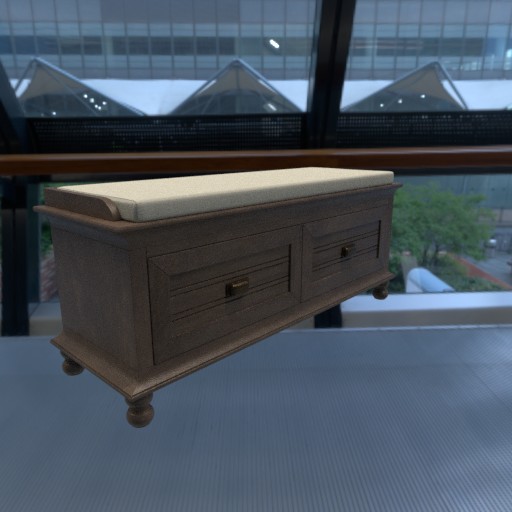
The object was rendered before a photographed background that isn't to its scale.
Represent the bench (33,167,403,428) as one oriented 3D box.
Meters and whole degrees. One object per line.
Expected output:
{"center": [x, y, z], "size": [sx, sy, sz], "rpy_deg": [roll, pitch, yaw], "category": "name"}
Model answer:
{"center": [0.000, 0.000, 1.430], "size": [0.402, 0.501, 1.185], "rpy_deg": [14, 20, 41], "category": "bench"}
